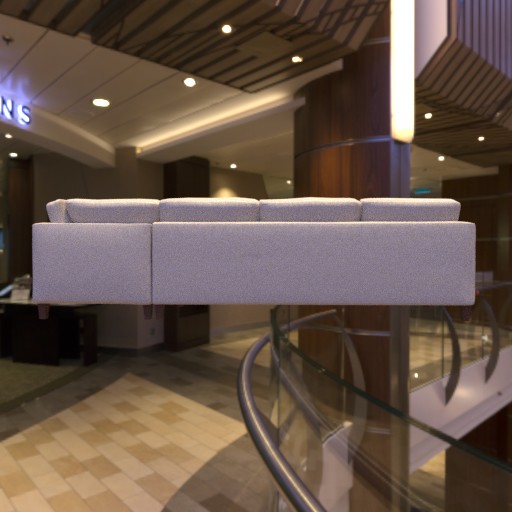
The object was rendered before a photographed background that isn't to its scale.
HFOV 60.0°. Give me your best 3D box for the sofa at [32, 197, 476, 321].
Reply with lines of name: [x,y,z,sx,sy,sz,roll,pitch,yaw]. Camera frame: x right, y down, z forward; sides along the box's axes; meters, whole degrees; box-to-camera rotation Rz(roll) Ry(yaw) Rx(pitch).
sofa: [0.000,0.000,4.496,3.333,0.934,2.522,0,1,2]
